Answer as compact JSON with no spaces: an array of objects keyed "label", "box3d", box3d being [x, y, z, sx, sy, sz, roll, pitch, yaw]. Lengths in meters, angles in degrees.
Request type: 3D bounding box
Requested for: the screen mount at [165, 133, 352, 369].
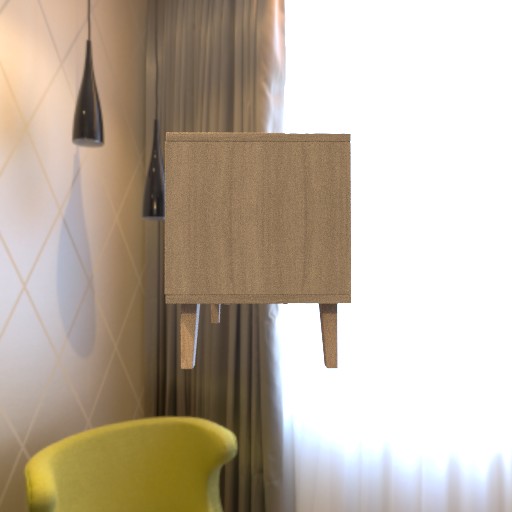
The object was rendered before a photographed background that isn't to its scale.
[{"label":"screen mount","box3d":[0.000,0.000,1.693,0.401,0.509,1.500,0,-1,0]}]
